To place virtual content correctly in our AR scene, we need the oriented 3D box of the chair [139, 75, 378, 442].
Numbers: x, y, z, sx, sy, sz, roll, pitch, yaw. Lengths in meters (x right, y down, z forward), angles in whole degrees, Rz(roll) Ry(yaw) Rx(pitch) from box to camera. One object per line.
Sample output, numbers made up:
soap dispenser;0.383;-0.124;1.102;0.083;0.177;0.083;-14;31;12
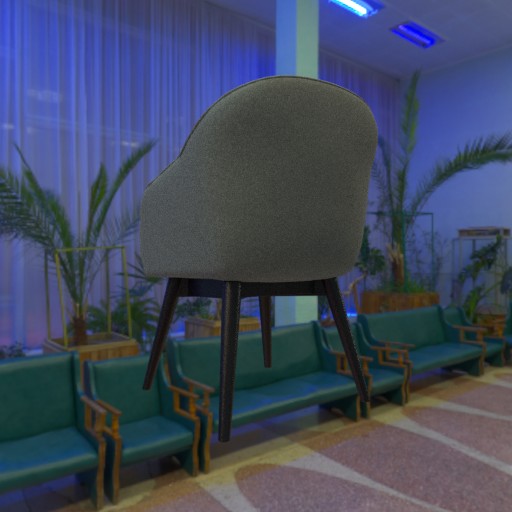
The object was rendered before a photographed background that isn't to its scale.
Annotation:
chair;0.000;0.000;1.276;0.589;0.810;0.611;0;0;-35
